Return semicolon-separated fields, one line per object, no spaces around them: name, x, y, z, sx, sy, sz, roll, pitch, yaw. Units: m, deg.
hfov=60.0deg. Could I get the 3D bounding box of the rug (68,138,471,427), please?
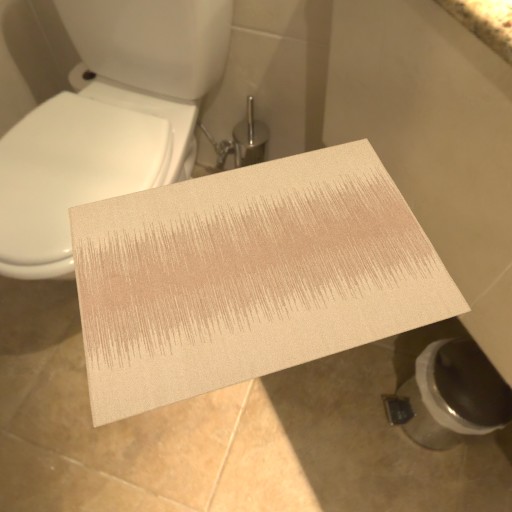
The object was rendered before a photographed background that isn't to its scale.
rug;0.000;0.000;2.347;1.850;0.006;1.234;-15;60;-9
